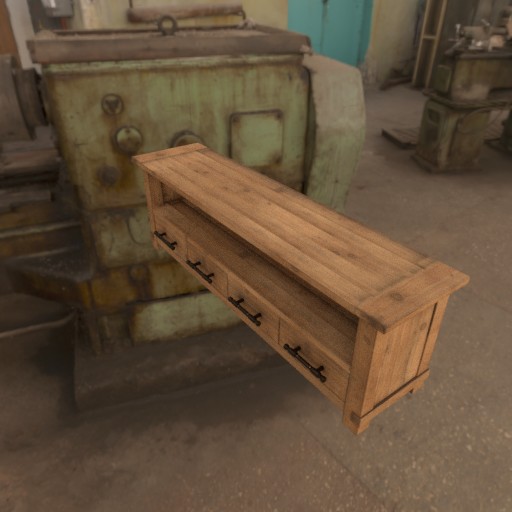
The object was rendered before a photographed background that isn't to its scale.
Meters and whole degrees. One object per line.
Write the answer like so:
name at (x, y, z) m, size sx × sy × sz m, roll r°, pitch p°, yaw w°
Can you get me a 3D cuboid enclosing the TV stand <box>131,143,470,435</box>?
TV stand at (0.000, 0.000, 2.134) m, size 0.453 × 0.573 × 1.804 m, roll -21°, pitch 38°, yaw -30°
